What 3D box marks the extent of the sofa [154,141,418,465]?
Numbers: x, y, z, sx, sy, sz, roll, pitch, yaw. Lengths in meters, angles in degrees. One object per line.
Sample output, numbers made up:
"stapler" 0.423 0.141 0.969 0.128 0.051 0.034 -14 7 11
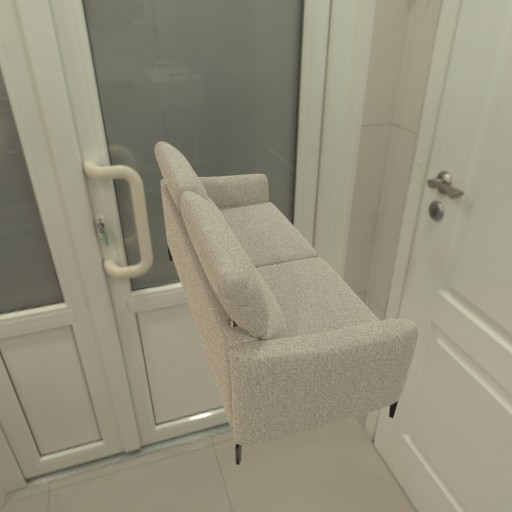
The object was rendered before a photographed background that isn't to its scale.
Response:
"sofa" 0.000 0.000 2.576 0.856 0.956 2.015 -10 32 -16
